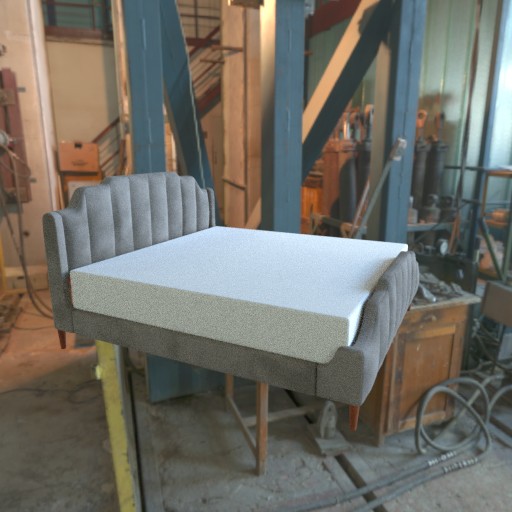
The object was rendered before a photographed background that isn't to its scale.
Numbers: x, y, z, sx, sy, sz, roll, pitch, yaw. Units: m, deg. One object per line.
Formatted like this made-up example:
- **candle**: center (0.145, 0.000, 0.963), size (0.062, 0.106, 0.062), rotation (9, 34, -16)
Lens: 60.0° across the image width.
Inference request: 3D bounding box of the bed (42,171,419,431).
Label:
- **bed**: center (0.000, 0.000, 3.585), size (2.340, 1.245, 2.074), rotation (7, 16, 26)
